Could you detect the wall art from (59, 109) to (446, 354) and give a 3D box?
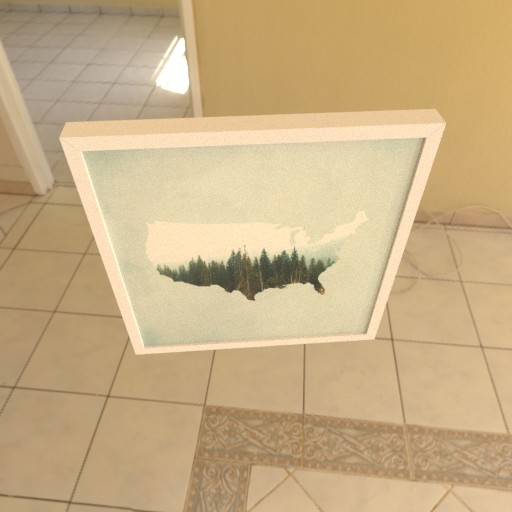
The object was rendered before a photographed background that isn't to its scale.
[{"bbox_3d":[0.000,0.000,0.464,0.304,0.304,0.024,-3,45,-3],"label":"wall art"}]
